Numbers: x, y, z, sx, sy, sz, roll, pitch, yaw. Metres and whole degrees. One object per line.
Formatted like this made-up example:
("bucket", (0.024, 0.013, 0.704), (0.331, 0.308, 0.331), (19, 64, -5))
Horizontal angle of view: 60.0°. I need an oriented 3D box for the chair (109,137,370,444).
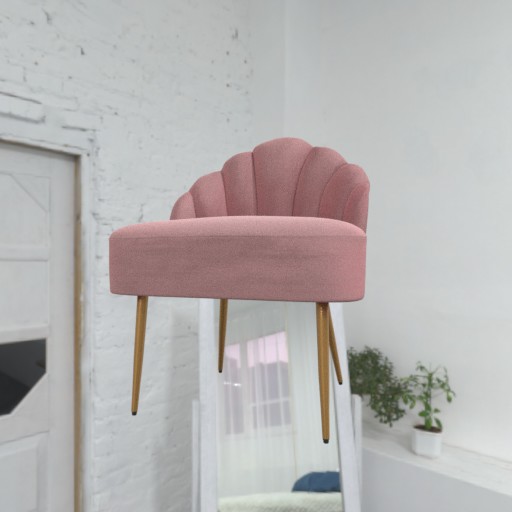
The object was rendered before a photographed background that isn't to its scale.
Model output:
("chair", (0.000, 0.000, 1.278), (0.657, 0.819, 0.599), (0, 0, 20))
